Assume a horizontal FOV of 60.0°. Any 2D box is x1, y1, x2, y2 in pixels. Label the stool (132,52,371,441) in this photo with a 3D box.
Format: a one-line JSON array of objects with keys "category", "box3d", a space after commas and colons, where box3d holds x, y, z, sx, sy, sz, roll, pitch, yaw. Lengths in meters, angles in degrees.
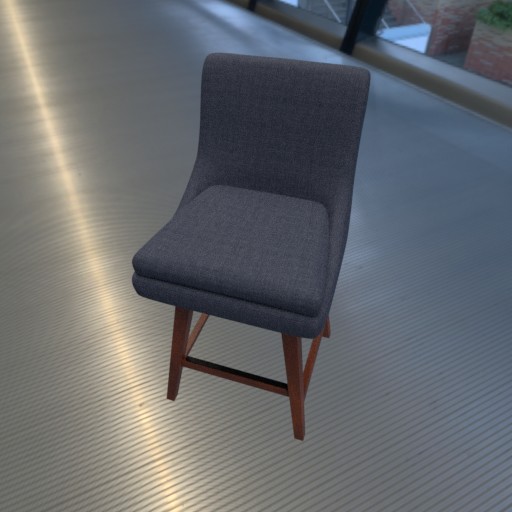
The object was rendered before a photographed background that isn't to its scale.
[{"category": "stool", "box3d": [0.000, 0.000, 1.211, 0.467, 0.895, 0.524, 12, 42, 14]}]
